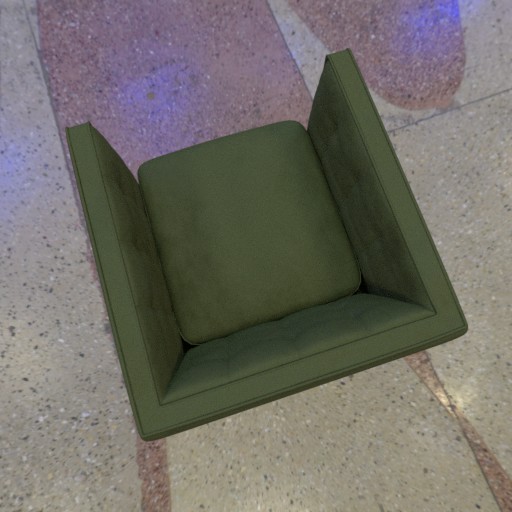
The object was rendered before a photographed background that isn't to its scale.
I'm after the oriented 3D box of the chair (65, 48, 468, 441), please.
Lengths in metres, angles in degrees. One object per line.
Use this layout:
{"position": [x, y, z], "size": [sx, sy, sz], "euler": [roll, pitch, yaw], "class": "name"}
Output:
{"position": [0.000, 0.000, 1.537], "size": [0.880, 0.790, 0.894], "euler": [-17, 77, -4], "class": "chair"}
